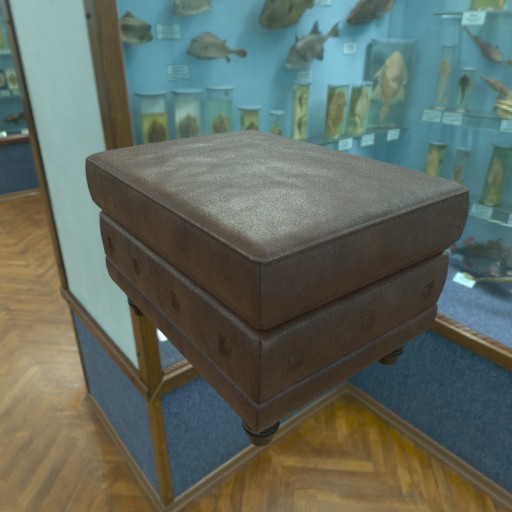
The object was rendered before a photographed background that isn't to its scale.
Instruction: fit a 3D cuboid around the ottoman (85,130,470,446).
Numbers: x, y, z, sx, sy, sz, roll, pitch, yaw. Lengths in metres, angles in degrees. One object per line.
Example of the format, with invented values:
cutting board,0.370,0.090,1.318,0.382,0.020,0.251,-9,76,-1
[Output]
ottoman,0.000,0.000,1.169,0.588,0.509,0.795,-19,32,-33
